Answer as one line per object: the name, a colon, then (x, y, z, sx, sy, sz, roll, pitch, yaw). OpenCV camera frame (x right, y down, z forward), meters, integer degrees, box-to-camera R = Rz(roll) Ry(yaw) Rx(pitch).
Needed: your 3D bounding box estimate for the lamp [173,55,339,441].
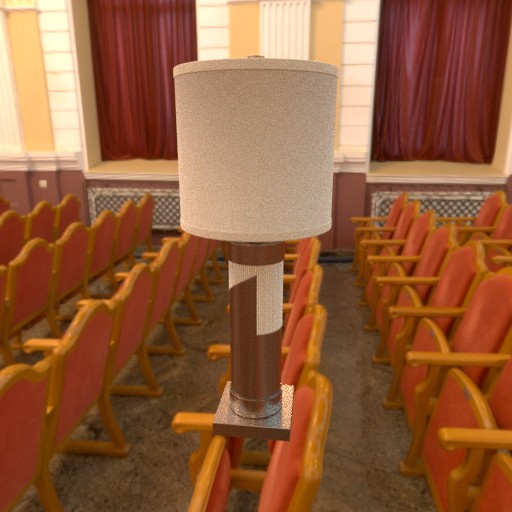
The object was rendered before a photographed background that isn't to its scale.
lamp: (0.000, 0.000, 0.615, 0.202, 0.509, 0.202, 2, 16, 7)
